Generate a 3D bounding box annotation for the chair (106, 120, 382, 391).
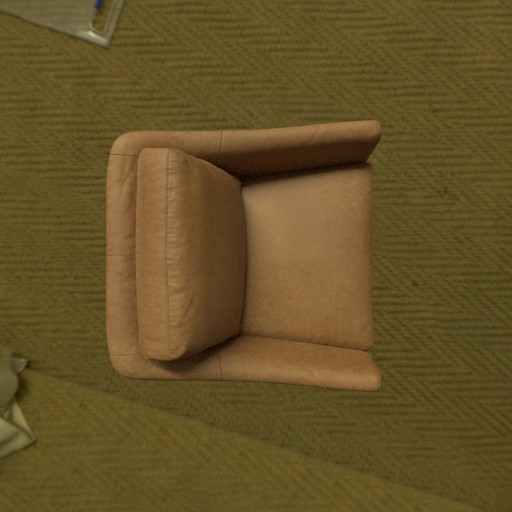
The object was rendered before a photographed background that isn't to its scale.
[{"bbox_3d":[0.000,0.000,1.748,0.963,0.895,0.988,0,90,0],"label":"chair"}]
